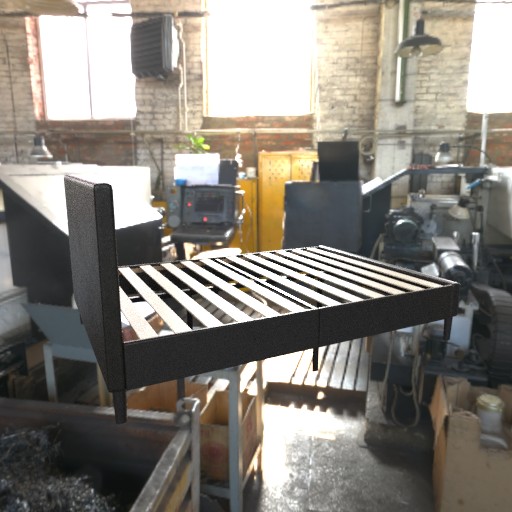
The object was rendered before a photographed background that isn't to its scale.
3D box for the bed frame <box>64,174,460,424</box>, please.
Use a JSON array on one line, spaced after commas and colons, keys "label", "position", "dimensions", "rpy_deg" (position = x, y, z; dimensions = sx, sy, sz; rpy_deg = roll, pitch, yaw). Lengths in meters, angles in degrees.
[{"label": "bed frame", "position": [0.000, 0.000, 2.921], "dimensions": [2.152, 1.046, 1.469], "rpy_deg": [-6, 13, -27]}]
